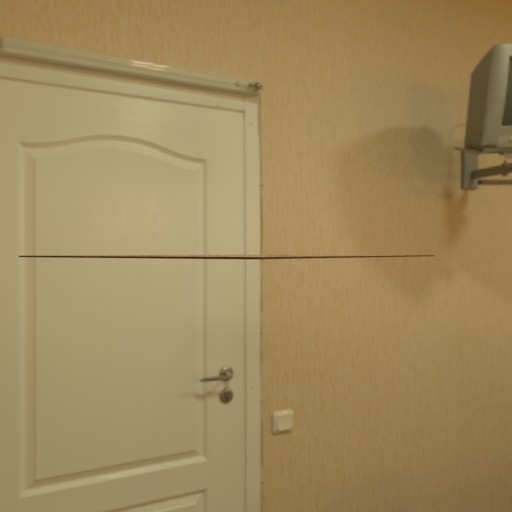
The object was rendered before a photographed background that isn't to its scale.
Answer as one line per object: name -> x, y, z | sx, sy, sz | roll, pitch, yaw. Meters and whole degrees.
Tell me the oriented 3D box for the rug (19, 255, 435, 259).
rug -> 0.000, 0.000, 4.141 | 2.381, 0.013, 3.197 | 0, 0, 37
